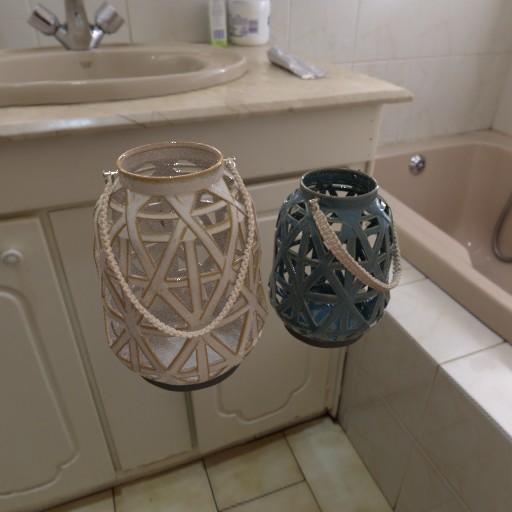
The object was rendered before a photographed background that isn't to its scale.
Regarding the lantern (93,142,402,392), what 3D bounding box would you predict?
[{"bbox_3d":[0.000,0.000,0.629,0.439,0.307,0.245,-10,33,-15],"label":"lantern"}]
